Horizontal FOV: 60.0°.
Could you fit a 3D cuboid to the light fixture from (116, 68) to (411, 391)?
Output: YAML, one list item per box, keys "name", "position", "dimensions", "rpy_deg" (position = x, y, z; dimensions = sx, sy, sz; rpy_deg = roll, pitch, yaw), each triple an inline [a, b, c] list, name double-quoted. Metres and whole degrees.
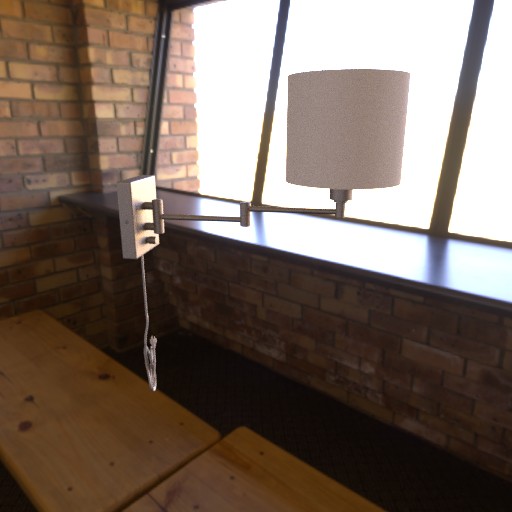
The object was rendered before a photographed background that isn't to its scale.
- name: "light fixture"
  position: [0.000, 0.000, 0.866]
  dimensions: [0.516, 0.651, 0.203]
  rpy_deg: [3, 17, 10]
